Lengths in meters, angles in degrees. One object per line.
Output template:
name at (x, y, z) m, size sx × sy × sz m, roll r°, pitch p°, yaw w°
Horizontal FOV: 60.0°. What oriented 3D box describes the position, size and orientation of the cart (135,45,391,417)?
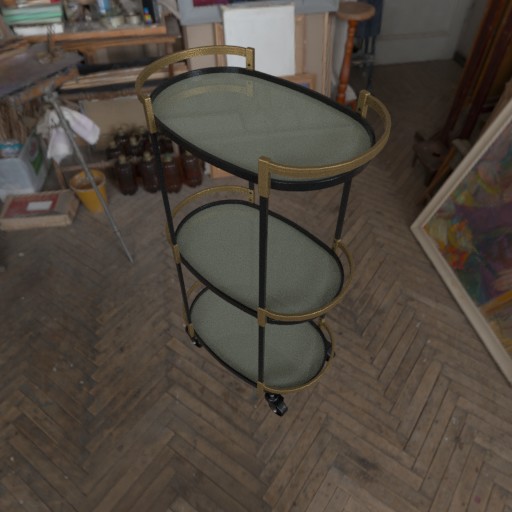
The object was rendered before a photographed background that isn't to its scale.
cart at (0.000, 0.000, 1.147) m, size 0.515 × 0.885 × 0.311 m, roll 33°, pitch 56°, yaw 27°
